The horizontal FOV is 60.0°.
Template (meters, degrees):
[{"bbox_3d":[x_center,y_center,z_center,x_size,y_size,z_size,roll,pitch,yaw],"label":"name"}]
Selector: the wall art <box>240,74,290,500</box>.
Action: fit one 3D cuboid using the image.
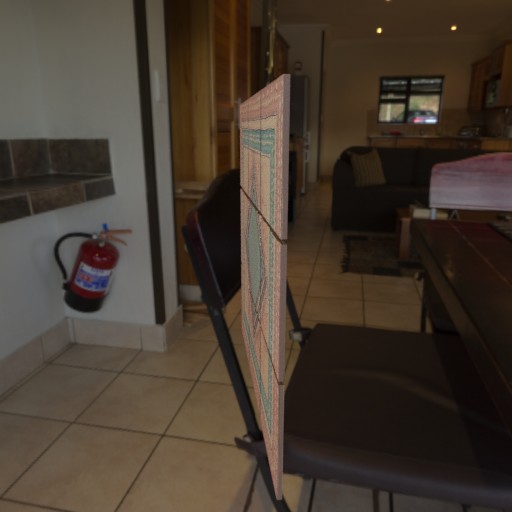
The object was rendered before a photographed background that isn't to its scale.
[{"bbox_3d":[0.000,0.000,1.336,0.013,0.914,0.915,-2,16,-7],"label":"wall art"}]
